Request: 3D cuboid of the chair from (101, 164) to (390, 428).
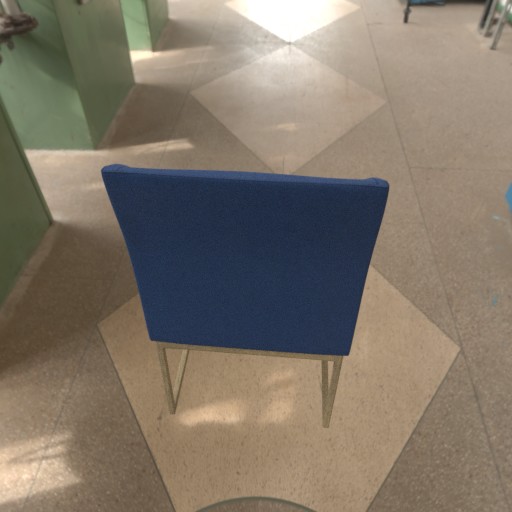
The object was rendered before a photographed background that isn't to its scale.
[{"bbox_3d":[0.000,0.000,1.183,0.508,0.863,0.522,4,46,4],"label":"chair"}]
